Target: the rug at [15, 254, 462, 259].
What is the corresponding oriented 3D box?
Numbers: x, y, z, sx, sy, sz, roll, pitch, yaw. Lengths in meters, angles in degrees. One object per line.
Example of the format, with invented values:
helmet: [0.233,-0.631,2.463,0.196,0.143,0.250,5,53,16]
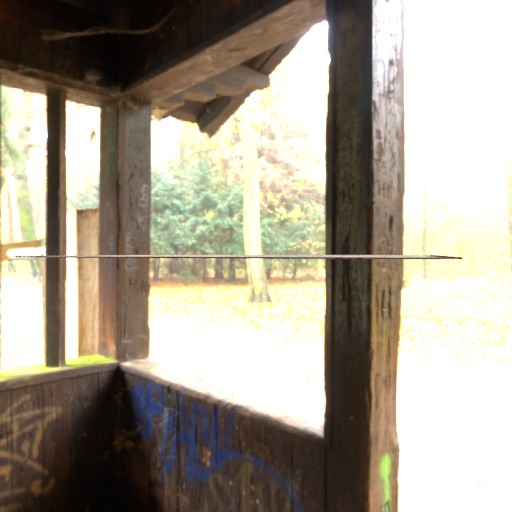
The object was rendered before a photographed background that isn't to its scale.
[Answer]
rug: [0.000,0.000,4.204,3.274,0.015,2.439,0,1,18]
